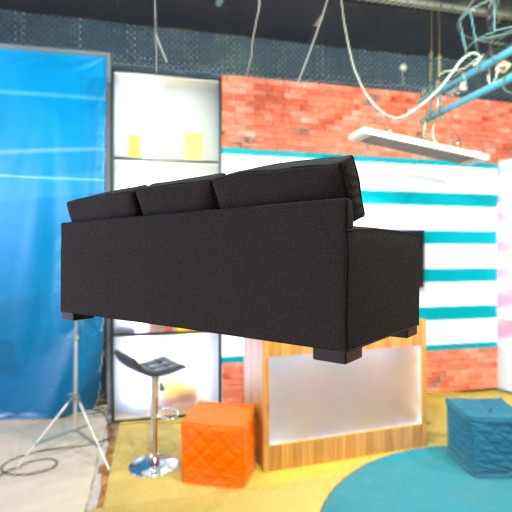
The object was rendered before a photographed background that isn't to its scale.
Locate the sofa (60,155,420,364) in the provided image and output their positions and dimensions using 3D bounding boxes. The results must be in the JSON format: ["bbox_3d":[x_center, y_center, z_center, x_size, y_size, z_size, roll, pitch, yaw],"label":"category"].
[{"bbox_3d":[0.000,0.000,3.334,2.370,0.973,1.790,0,0,37],"label":"sofa"}]
